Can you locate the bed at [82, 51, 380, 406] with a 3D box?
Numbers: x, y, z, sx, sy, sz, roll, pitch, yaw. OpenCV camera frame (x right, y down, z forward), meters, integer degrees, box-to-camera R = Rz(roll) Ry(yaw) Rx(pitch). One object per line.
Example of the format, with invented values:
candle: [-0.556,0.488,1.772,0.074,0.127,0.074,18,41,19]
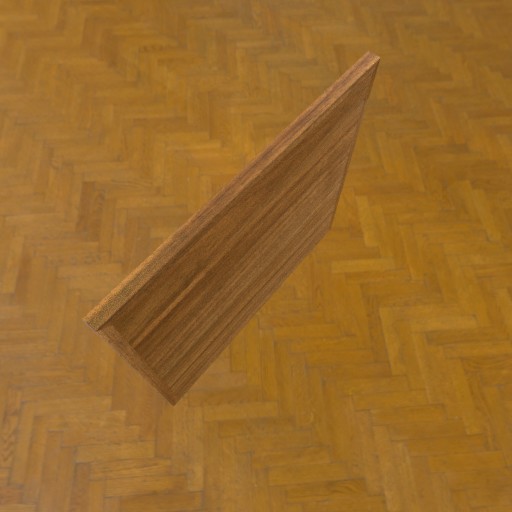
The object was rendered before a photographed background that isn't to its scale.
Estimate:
bed: [0.000,0.000,1.485,0.043,0.940,1.041,37,68,17]
